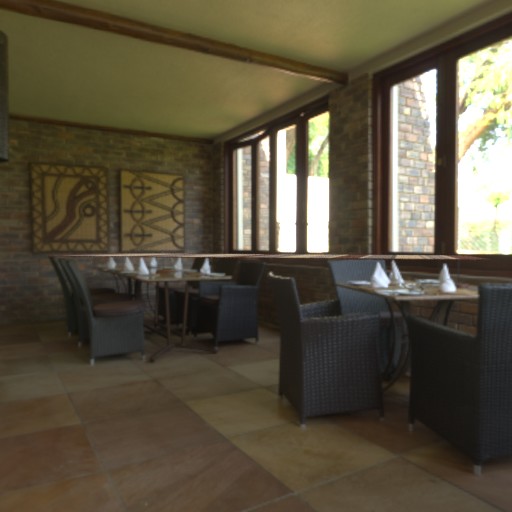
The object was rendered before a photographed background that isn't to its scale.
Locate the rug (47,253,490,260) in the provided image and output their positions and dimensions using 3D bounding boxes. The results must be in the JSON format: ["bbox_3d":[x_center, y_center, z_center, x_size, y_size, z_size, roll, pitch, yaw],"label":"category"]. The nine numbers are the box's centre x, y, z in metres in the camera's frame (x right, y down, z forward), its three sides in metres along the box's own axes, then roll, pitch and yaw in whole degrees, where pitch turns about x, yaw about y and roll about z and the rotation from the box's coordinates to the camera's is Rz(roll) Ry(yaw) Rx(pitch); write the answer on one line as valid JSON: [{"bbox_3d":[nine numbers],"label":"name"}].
[{"bbox_3d":[0.000,0.000,2.717,2.437,0.006,0.792,0,1,18],"label":"rug"}]
